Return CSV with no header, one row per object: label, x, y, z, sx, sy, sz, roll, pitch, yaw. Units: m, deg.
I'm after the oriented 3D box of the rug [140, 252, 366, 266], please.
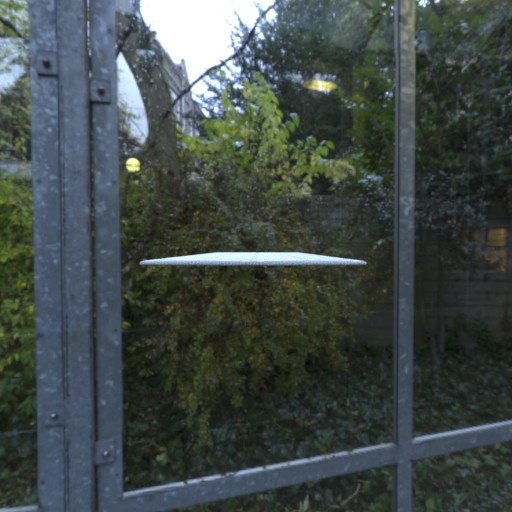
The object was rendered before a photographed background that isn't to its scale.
rug,0.000,0.000,2.454,0.678,0.014,2.276,0,1,0
